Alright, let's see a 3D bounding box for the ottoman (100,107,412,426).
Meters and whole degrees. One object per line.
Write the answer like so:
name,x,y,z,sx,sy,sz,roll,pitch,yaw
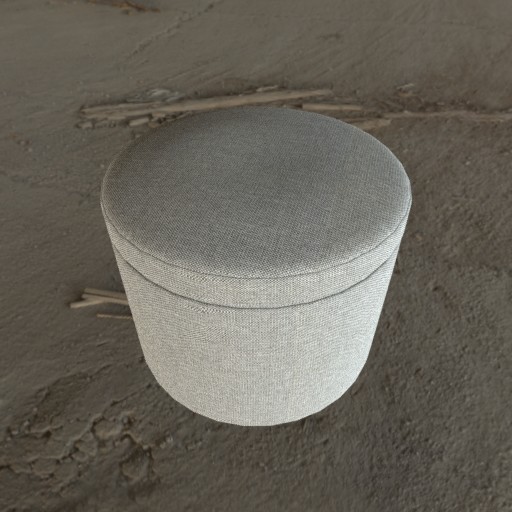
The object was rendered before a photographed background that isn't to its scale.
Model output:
ottoman,0.000,0.000,0.854,0.500,0.419,0.500,0,42,0
